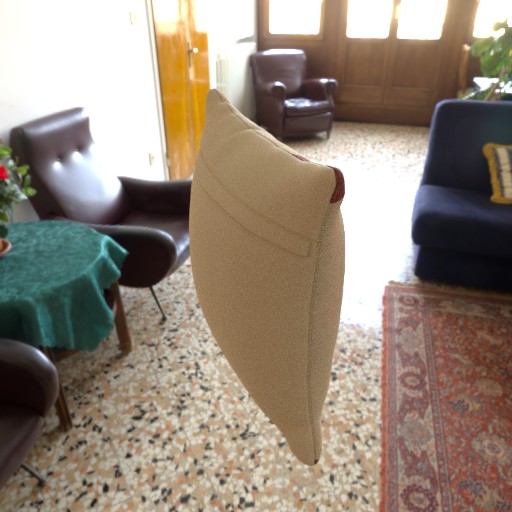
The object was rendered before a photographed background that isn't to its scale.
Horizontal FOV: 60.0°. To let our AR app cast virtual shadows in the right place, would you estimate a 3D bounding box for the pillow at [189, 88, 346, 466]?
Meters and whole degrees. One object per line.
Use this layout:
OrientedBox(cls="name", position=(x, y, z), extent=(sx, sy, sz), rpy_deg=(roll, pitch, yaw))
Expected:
OrientedBox(cls="pillow", position=(0.000, 0.000, 0.808), extent=(0.229, 0.506, 0.536), rpy_deg=(-11, 32, -18))
